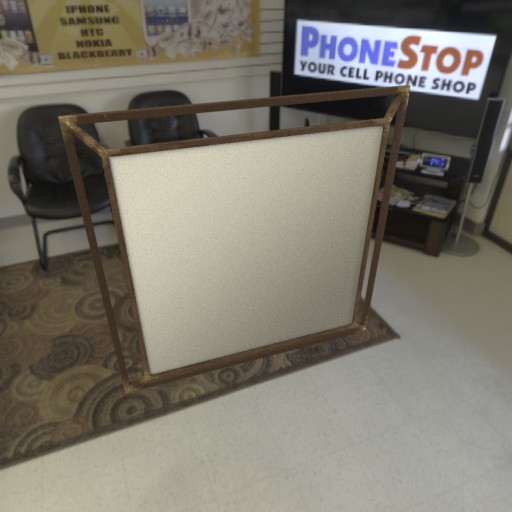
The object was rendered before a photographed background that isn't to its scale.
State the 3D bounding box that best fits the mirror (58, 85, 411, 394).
[{"bbox_3d":[0.000,0.000,0.896,0.610,0.610,0.032,-11,35,-16],"label":"mirror"}]
